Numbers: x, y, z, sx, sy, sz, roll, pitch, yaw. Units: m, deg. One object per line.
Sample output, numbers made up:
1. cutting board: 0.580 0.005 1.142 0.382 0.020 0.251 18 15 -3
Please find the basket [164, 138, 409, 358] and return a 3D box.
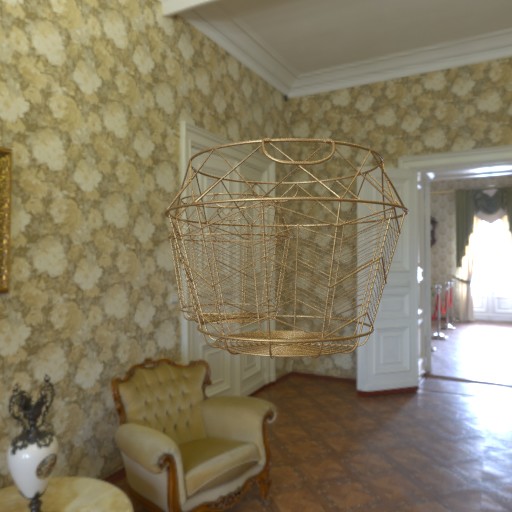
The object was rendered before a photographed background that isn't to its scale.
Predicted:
1. basket: 0.000 0.000 1.017 0.451 0.343 0.805 0 -1 -18
